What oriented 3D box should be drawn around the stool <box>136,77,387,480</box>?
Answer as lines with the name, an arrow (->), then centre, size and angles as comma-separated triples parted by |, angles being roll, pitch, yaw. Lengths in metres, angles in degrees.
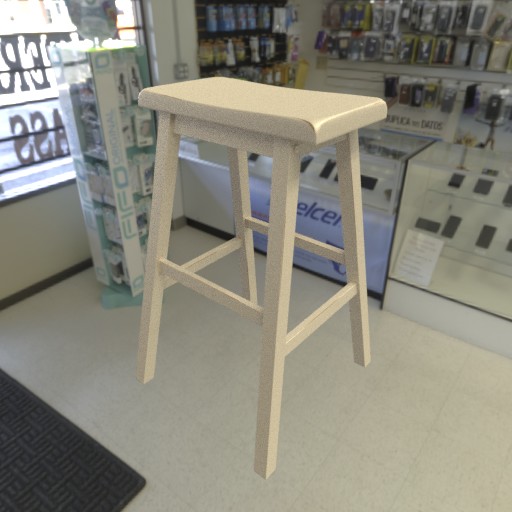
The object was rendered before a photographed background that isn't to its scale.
stool -> 0.000, 0.000, 1.055 | 0.457, 0.737, 0.476 | 23, 37, 34
